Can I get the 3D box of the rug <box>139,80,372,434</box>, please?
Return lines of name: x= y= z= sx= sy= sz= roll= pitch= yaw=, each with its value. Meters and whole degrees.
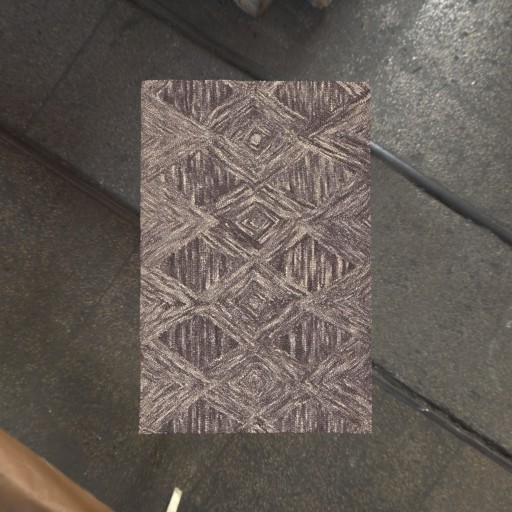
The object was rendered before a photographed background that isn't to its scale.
rug: x=0.000 y=0.000 z=2.274 sx=1.186 sy=0.012 sz=1.814 roll=0 pitch=89 yaw=-1
